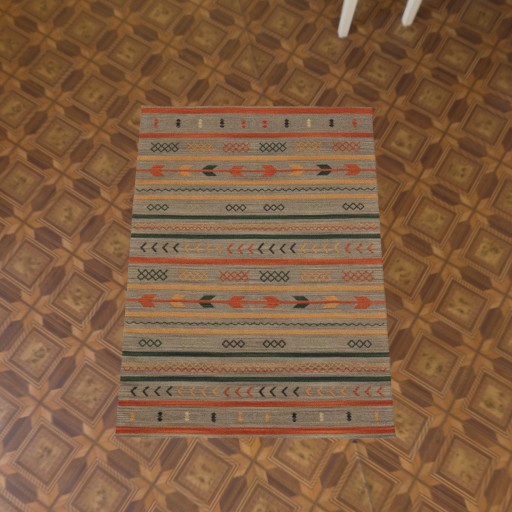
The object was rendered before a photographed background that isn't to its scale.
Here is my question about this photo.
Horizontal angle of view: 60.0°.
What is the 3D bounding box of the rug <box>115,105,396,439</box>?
[{"bbox_3d":[0.000,0.000,3.945,2.263,0.022,3.029,0,75,0],"label":"rug"}]
